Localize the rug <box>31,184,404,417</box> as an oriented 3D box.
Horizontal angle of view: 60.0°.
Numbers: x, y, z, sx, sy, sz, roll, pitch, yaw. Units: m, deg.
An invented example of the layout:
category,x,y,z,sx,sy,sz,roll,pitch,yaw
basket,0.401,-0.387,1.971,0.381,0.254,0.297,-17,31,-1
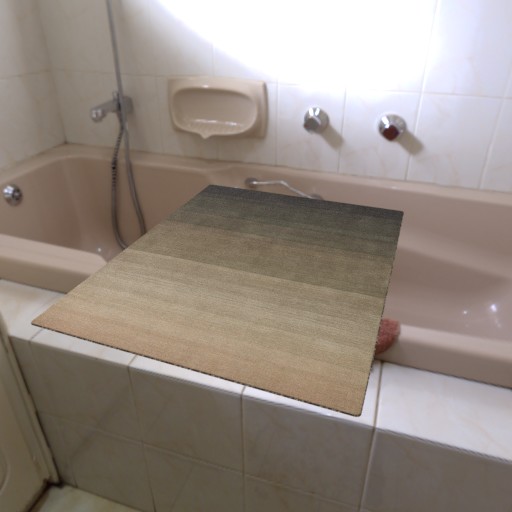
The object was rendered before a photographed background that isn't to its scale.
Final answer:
category,x,y,z,sx,sy,sz,roll,pitch,yaw
rug,0.000,0.000,3.923,2.305,0.017,2.902,11,32,18
